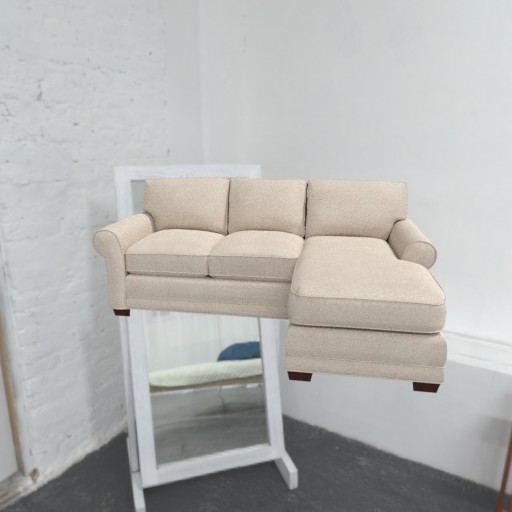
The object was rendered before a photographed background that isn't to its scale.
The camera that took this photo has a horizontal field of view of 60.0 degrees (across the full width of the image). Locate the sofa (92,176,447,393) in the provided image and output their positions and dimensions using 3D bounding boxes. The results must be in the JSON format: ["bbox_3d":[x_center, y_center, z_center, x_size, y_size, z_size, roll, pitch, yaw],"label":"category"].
[{"bbox_3d":[0.000,0.000,2.323,1.770,0.734,1.226,3,15,9],"label":"sofa"}]
